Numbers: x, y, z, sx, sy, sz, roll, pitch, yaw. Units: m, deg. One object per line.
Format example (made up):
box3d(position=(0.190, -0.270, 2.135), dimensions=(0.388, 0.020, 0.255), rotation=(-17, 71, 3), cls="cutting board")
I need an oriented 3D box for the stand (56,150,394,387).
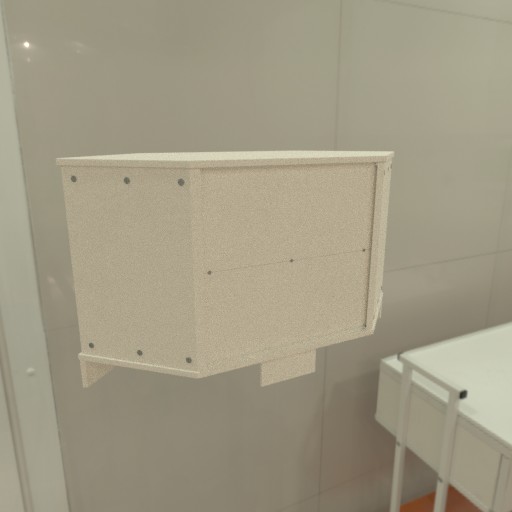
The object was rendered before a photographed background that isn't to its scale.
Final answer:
box3d(position=(0.000, 0.000, 1.370), dimensions=(1.072, 0.614, 0.477), rotation=(-8, 17, -26), cls="stand")
